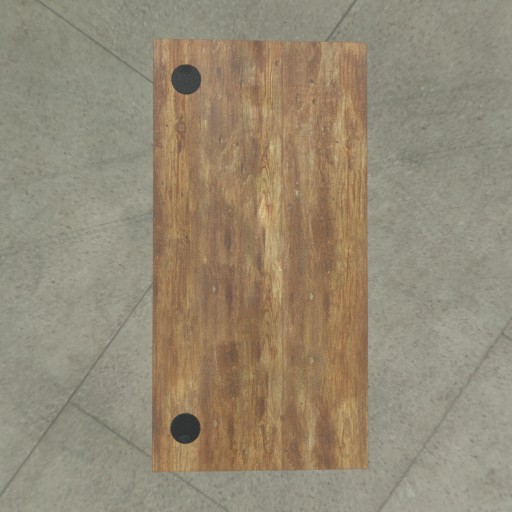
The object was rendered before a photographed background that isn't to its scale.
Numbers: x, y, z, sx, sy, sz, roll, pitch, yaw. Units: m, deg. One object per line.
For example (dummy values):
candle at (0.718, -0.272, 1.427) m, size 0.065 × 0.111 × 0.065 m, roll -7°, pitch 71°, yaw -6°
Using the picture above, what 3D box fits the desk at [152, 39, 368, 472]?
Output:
desk at (0.000, 0.000, 1.607) m, size 0.600 × 0.749 × 1.200 m, roll 0°, pitch 89°, yaw -2°
